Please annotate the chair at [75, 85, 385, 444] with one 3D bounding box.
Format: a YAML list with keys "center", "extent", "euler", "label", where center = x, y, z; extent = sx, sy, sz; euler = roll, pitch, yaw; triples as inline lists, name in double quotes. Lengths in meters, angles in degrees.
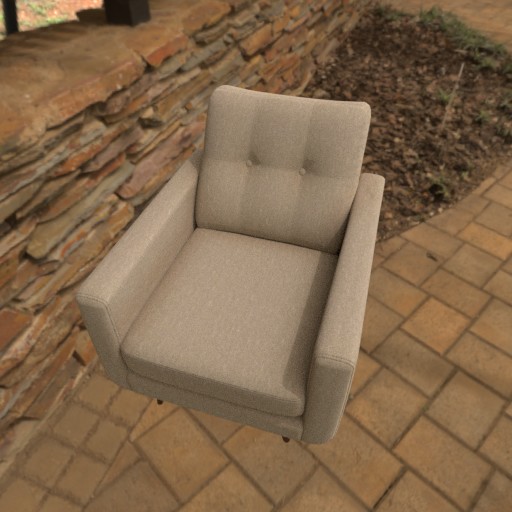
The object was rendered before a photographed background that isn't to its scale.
- center: [0.000, 0.000, 1.784]
  extent: [0.897, 0.965, 1.128]
  euler: [12, 44, 13]
  label: "chair"
